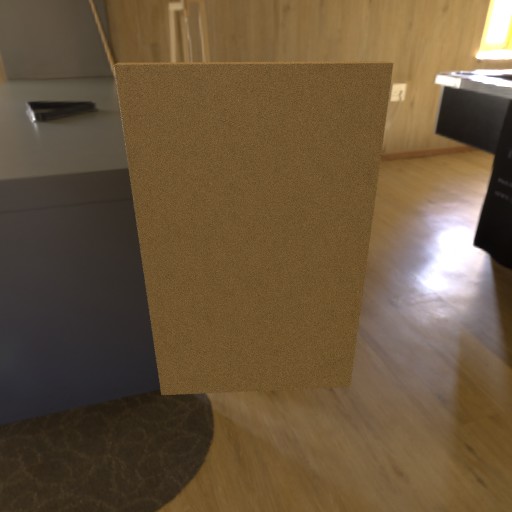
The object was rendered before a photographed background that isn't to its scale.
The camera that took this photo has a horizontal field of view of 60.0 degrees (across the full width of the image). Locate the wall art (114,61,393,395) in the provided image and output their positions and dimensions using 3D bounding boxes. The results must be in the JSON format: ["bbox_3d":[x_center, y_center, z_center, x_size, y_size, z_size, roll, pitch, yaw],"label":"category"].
[{"bbox_3d":[0.000,0.000,1.010,0.510,0.810,0.039,-2,29,-3],"label":"wall art"}]
